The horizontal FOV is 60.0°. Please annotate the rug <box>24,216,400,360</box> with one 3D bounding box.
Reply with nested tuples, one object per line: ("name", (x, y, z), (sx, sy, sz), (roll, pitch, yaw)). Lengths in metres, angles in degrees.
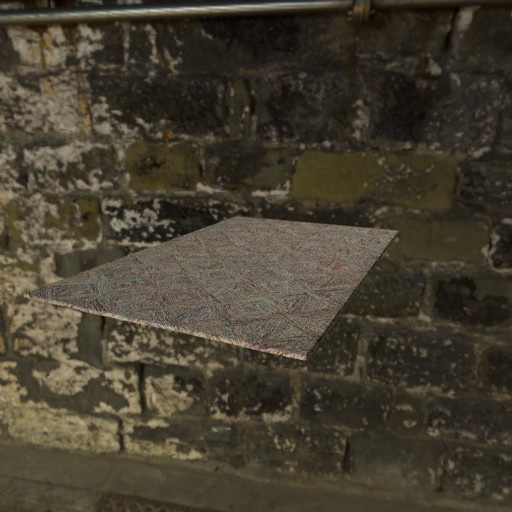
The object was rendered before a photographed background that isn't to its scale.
("rug", (0.000, 0.000, 2.204), (1.143, 0.014, 1.761), (7, 17, 24))
